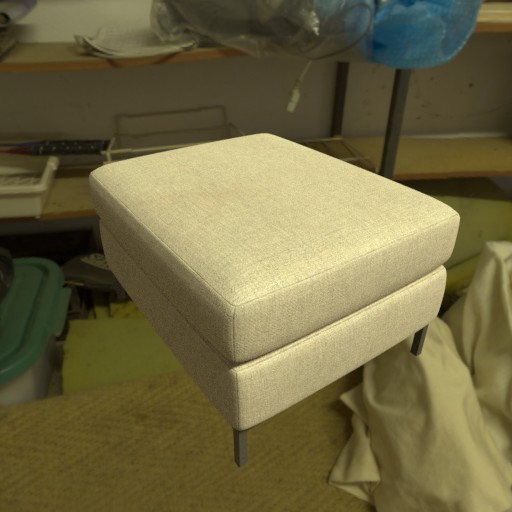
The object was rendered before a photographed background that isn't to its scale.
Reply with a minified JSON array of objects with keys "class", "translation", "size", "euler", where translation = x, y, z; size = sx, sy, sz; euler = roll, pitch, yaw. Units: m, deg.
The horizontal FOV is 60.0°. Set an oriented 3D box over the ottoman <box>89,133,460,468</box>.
[{"class":"ottoman","translation":[0.000,0.000,1.258],"size":[0.671,0.490,0.820],"euler":[-20,37,-29]}]
